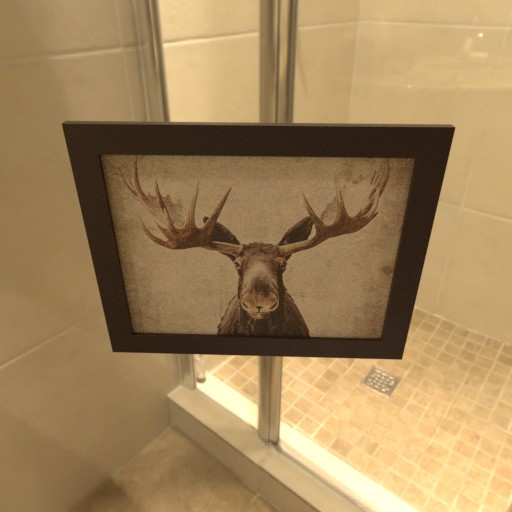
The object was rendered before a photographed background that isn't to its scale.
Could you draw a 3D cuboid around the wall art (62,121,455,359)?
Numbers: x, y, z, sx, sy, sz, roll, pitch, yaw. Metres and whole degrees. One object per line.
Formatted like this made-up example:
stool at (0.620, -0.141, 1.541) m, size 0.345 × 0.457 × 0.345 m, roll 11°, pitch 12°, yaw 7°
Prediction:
wall art at (0.000, 0.000, 1.616) m, size 1.207 × 0.952 × 0.034 m, roll 1°, pitch 31°, yaw 2°
